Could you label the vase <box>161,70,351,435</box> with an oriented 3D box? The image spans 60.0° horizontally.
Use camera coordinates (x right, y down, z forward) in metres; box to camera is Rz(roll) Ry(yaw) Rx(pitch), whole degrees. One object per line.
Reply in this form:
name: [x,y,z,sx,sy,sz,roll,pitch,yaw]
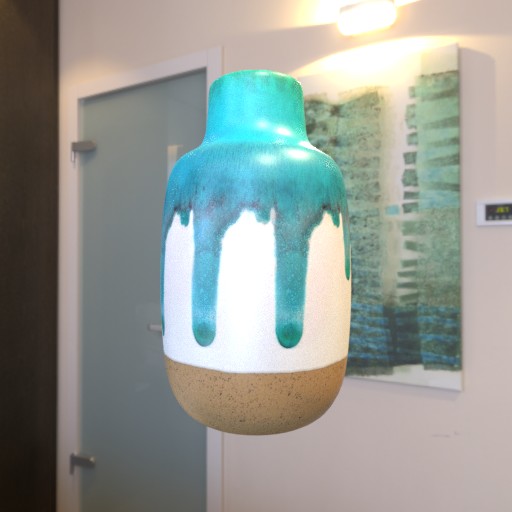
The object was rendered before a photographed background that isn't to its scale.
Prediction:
vase: [0.000,0.000,0.252,0.106,0.192,0.106,0,-1,0]
